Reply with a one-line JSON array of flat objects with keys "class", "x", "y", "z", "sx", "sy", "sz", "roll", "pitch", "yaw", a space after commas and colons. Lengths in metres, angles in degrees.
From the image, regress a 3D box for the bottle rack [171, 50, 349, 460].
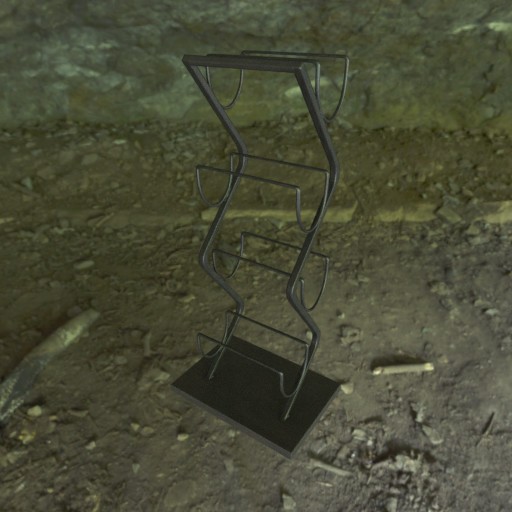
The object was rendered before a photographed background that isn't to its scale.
[{"class": "bottle rack", "x": 0.000, "y": 0.000, "z": 0.677, "sx": 0.254, "sy": 0.559, "sz": 0.178, "roll": 18, "pitch": 33, "yaw": 30}]
